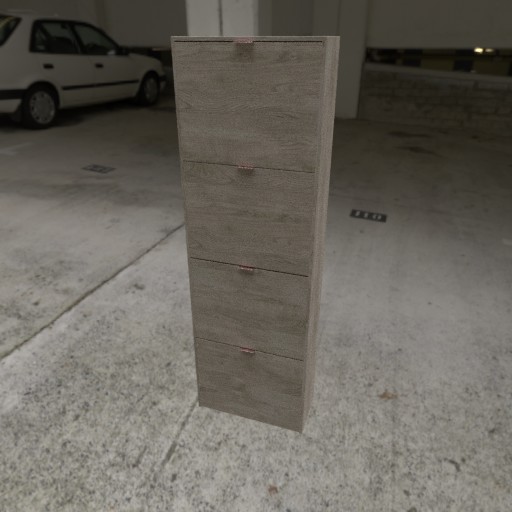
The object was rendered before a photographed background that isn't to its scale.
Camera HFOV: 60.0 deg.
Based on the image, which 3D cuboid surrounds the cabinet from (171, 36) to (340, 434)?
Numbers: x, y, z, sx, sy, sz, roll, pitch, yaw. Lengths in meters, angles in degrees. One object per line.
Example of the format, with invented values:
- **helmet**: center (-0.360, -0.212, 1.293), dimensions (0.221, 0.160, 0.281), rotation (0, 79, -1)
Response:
- **cabinet**: center (0.000, 0.000, 1.837), dimensions (0.520, 1.630, 0.250), rotation (9, 27, 17)
